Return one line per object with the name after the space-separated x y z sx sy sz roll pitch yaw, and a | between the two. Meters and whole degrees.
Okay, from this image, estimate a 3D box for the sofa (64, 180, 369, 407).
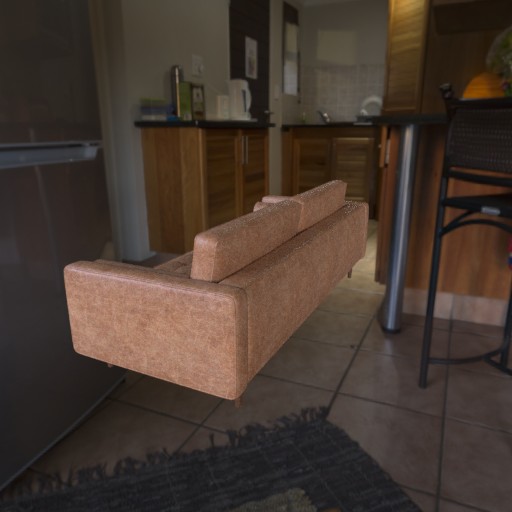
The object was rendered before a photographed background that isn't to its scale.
0.000 0.000 2.794 0.919 0.770 2.200 8 19 25 | sofa
